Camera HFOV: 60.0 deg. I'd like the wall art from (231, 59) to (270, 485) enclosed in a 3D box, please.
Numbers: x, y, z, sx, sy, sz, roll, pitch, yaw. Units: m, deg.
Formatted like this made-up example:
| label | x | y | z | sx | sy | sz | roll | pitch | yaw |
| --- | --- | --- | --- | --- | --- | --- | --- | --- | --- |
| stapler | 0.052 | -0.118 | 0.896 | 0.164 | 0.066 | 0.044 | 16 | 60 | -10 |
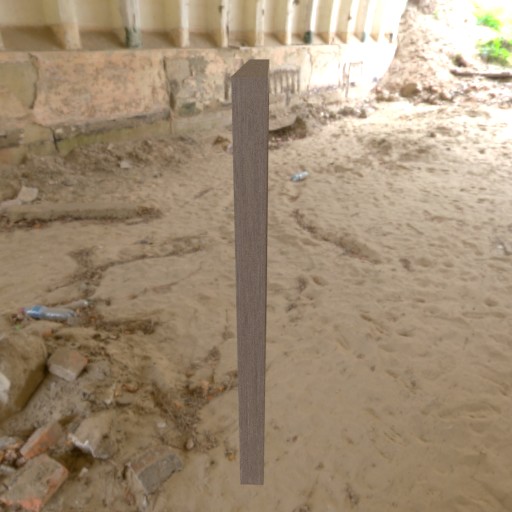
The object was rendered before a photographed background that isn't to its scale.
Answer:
| label | x | y | z | sx | sy | sz | roll | pitch | yaw |
| --- | --- | --- | --- | --- | --- | --- | --- | --- | --- |
| wall art | 0.000 | 0.000 | 0.645 | 0.032 | 0.510 | 0.358 | 1 | 26 | 2 |
